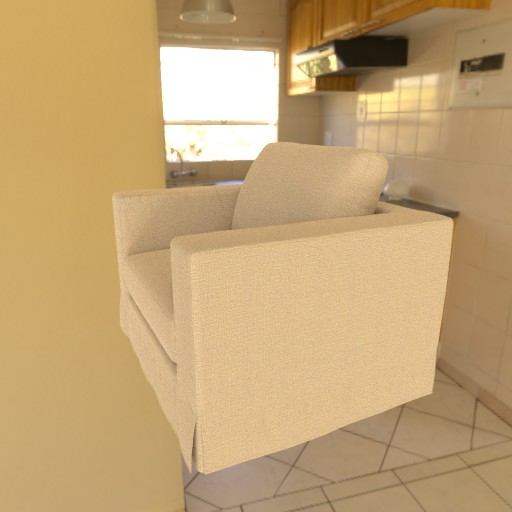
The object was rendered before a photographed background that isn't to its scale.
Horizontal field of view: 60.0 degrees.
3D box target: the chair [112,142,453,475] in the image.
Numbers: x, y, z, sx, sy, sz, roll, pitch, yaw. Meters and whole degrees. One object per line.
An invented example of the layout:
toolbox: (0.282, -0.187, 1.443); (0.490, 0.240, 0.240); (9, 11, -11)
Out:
chair: (0.000, 0.000, 1.803); (0.957, 0.878, 1.150); (-8, 18, -25)
